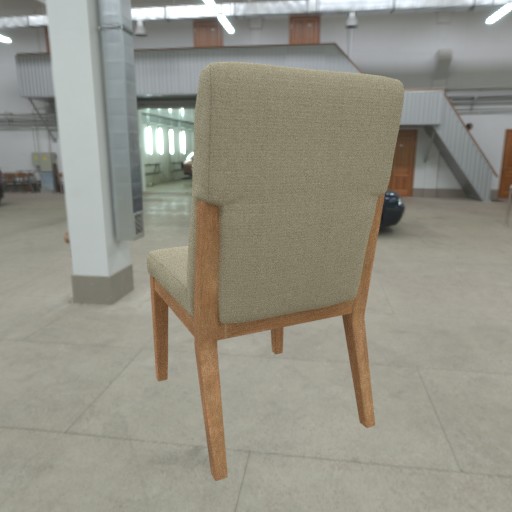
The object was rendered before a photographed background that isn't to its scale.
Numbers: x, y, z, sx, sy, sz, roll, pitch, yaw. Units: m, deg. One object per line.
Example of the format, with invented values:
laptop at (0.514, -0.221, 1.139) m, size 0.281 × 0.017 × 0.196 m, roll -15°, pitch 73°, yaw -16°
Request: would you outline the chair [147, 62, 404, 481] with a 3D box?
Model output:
chair at (0.000, 0.000, 1.255) m, size 0.507 × 0.911 × 0.586 m, roll -7°, pitch 15°, yaw -26°
